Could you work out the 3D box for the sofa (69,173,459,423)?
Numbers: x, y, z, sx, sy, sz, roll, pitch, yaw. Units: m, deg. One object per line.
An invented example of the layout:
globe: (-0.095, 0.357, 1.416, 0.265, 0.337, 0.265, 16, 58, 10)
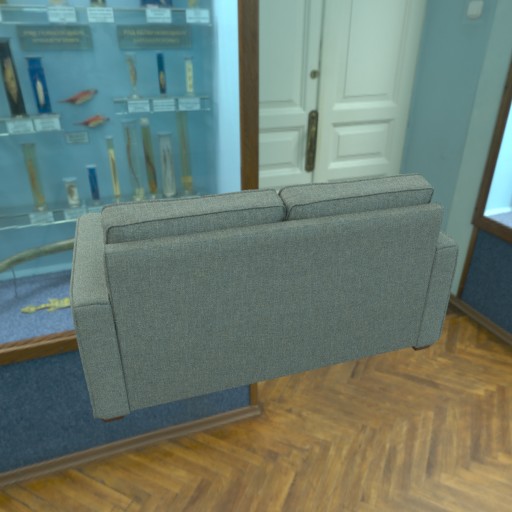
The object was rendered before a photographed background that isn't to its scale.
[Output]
sofa: (0.000, 0.000, 2.243, 1.706, 0.915, 0.945, -8, 28, -16)
